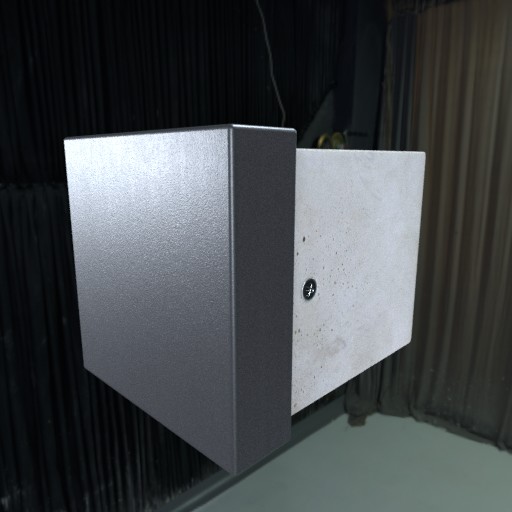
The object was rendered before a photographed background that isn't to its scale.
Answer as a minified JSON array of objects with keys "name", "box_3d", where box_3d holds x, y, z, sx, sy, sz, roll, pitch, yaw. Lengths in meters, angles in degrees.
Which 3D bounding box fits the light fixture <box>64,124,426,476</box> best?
[{"name":"light fixture","box_3d":[0.000,0.000,0.234,0.121,0.121,0.143,12,17,43]}]
